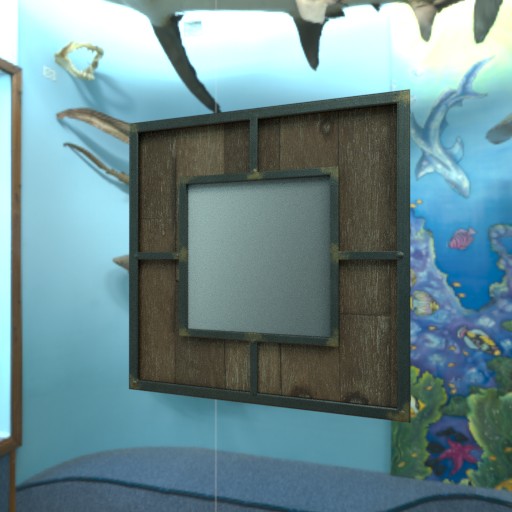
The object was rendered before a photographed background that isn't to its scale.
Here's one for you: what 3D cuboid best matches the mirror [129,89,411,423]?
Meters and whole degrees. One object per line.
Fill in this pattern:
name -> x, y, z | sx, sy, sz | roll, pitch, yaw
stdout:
mirror -> 0.000, 0.000, 0.579 | 0.382, 0.381, 0.020 | 0, 0, 20
